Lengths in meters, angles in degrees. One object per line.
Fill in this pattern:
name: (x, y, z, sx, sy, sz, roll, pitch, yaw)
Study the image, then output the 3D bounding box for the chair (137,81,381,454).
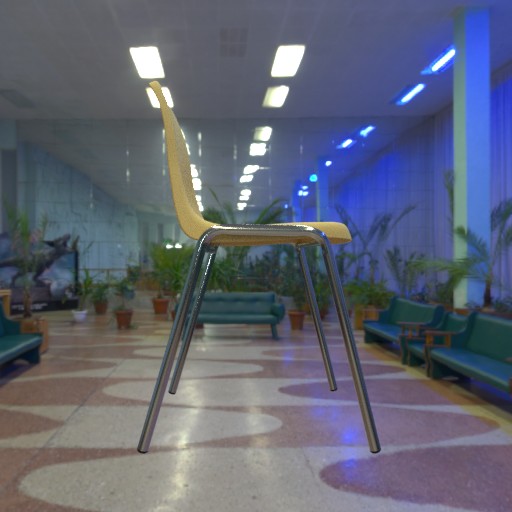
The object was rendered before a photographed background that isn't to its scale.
chair: (0.000, 0.000, 0.967, 0.436, 0.704, 0.381, 0, 0, -2)
